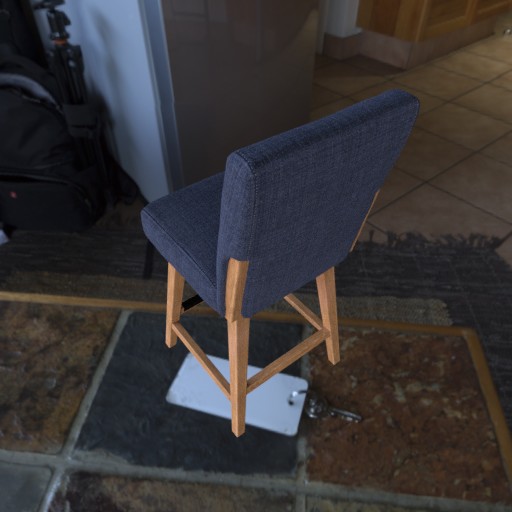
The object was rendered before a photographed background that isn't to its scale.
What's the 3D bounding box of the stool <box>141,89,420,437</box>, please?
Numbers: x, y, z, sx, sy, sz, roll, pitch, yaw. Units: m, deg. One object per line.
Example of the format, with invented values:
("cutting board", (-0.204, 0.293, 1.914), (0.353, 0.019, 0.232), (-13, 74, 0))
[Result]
("stool", (0.000, 0.000, 1.259), (0.459, 1.010, 0.526), (-28, 50, -26))
